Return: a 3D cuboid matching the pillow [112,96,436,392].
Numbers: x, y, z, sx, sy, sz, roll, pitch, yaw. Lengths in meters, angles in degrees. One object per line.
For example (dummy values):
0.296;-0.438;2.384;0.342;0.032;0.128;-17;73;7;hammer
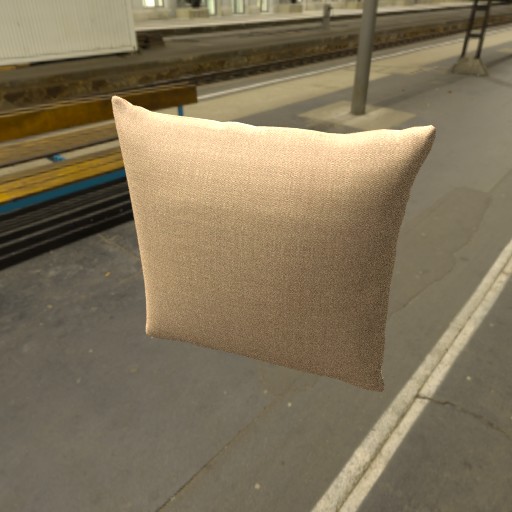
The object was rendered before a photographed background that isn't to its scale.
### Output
0.000;0.000;0.797;0.521;0.519;0.215;10;33;16;pillow
